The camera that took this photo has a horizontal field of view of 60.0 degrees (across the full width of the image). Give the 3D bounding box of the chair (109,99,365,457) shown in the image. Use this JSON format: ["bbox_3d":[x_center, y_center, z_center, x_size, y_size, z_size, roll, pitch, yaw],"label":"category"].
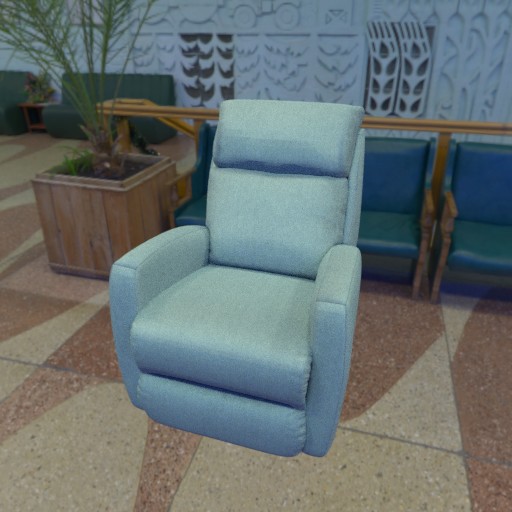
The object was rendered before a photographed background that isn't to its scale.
[{"bbox_3d":[0.000,0.000,1.662,0.812,1.013,0.940,8,28,16],"label":"chair"}]
